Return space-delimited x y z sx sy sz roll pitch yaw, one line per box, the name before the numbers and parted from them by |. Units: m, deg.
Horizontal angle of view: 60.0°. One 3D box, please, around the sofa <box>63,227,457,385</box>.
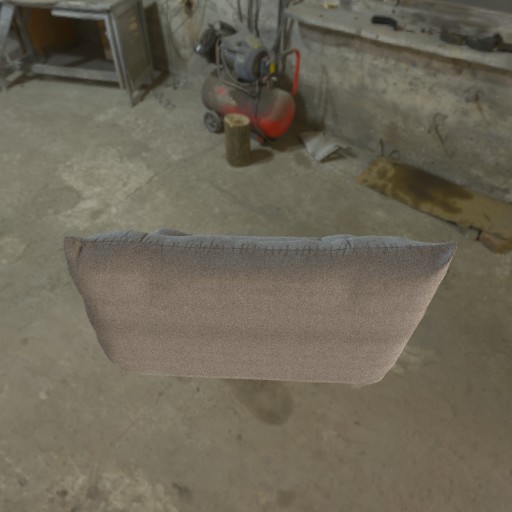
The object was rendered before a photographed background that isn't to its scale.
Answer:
sofa | 0.000 0.000 1.753 1.144 0.795 0.847 2 44 2
